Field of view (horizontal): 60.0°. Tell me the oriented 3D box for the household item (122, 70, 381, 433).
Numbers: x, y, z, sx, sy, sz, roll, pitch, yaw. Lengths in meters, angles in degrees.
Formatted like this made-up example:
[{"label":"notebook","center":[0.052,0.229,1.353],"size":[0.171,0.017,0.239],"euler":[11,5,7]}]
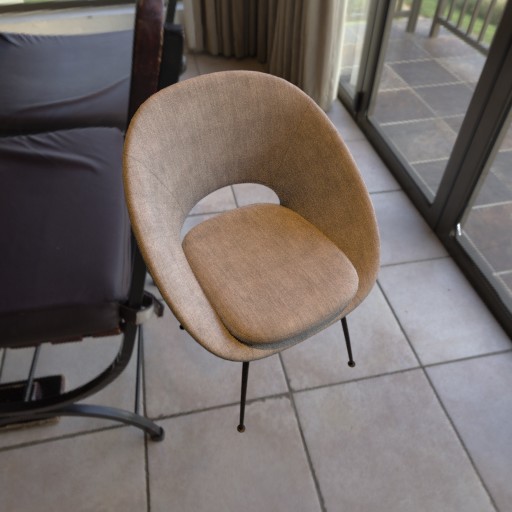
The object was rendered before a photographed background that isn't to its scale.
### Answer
[{"label":"household item","center":[0.000,0.000,1.300],"size":[0.643,0.869,0.587],"euler":[-23,51,-20]}]
